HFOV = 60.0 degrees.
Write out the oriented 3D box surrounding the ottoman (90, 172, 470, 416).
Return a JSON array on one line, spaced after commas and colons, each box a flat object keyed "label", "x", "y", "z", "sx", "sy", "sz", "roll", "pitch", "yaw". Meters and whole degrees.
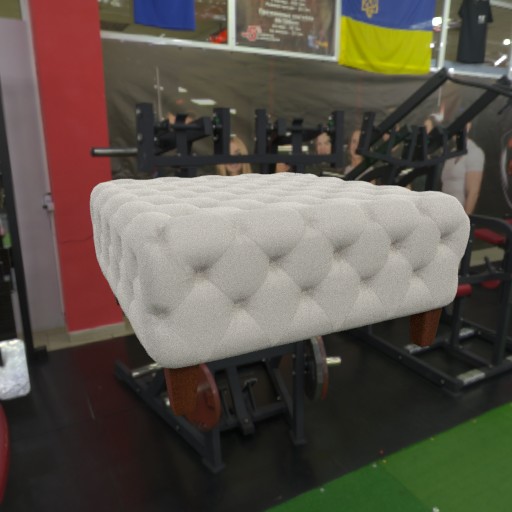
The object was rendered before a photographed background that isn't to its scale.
[{"label": "ottoman", "x": 0.000, "y": 0.000, "z": 1.190, "sx": 0.753, "sy": 0.376, "sz": 0.755, "roll": -7, "pitch": 17, "yaw": -25}]
